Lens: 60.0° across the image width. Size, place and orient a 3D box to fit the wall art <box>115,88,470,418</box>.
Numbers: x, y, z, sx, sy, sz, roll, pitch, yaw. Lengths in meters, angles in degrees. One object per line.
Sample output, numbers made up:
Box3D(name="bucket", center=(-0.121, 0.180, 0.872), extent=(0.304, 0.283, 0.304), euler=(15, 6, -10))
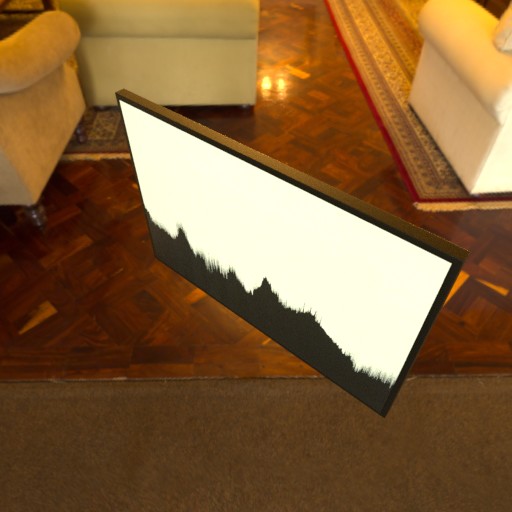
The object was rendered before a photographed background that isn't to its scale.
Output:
Box3D(name="wall art", center=(0.000, 0.000, 0.838), extent=(0.659, 0.446, 0.022), euler=(31, 54, 26))
